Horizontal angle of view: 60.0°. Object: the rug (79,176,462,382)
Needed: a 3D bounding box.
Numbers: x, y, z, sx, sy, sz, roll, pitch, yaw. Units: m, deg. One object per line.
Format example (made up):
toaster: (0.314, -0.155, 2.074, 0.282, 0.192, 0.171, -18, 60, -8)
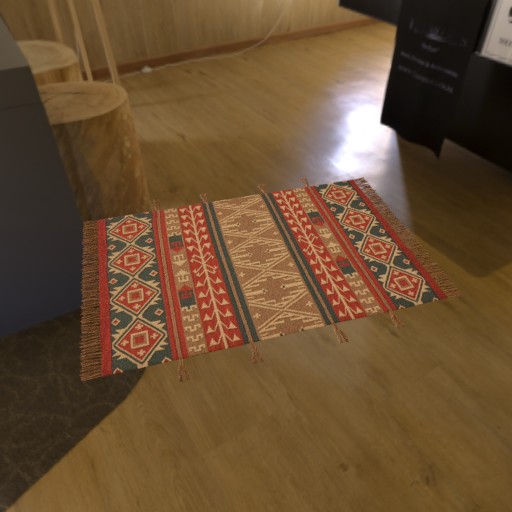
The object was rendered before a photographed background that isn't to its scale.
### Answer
rug: (0.000, 0.000, 2.657, 2.025, 0.040, 1.469, -11, 43, -11)
